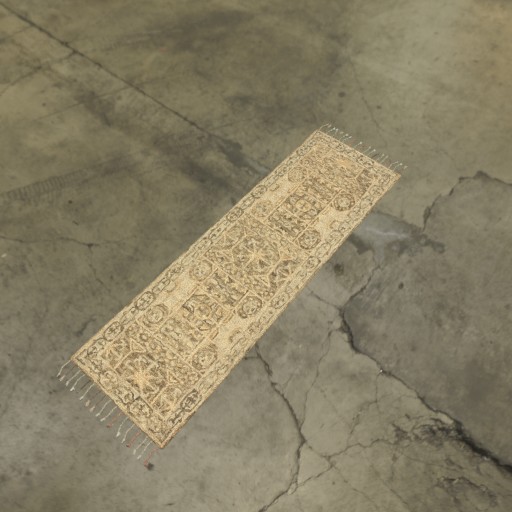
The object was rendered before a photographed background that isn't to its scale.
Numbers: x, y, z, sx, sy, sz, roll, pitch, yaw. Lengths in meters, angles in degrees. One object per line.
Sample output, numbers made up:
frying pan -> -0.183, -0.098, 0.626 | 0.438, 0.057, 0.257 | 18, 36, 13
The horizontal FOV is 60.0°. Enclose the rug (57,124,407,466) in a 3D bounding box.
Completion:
rug -> 0.000, 0.000, 2.909 | 0.762, 0.011, 2.664 | 35, 65, 20
